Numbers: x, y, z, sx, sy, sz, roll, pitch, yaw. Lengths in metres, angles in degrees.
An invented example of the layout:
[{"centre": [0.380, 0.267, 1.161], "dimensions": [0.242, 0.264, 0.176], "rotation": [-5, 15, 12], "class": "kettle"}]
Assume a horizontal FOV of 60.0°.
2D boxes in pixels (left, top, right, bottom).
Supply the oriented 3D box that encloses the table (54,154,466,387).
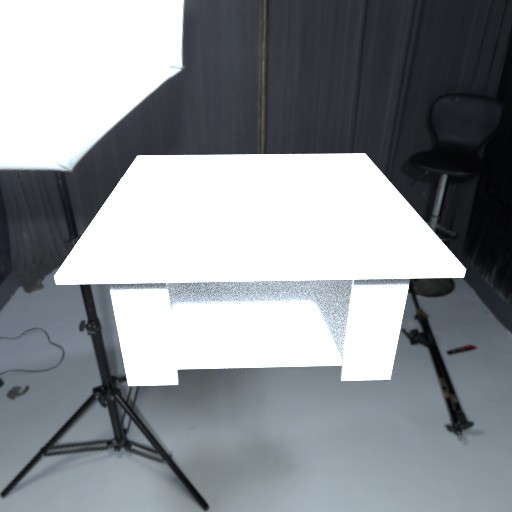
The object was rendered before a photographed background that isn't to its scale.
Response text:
[{"centre": [0.000, 0.000, 1.088], "dimensions": [0.670, 0.305, 0.670], "rotation": [-1, 29, -2], "class": "table"}]
